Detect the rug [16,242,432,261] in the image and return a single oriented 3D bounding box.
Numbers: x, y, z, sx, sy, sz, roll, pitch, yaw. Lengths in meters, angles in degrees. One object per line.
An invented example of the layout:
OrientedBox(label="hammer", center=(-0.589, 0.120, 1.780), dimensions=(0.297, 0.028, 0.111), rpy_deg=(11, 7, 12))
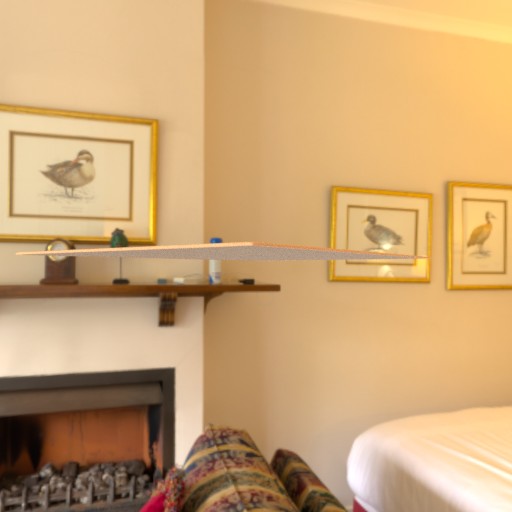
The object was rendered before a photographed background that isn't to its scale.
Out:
OrientedBox(label="rug", center=(0.000, 0.000, 2.700), dimensions=(1.524, 0.013, 2.134), rpy_deg=(-1, -2, 36))
